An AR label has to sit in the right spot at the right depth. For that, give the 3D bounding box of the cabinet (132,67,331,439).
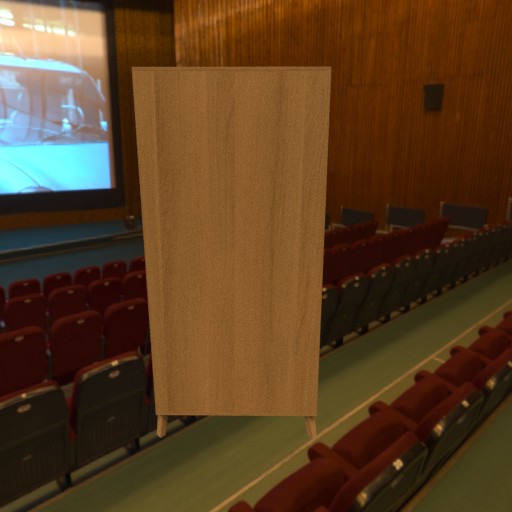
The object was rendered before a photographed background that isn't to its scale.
[{"bbox_3d":[0.000,0.000,2.587,1.272,1.957,0.969,-15,21,-42],"label":"cabinet"}]
